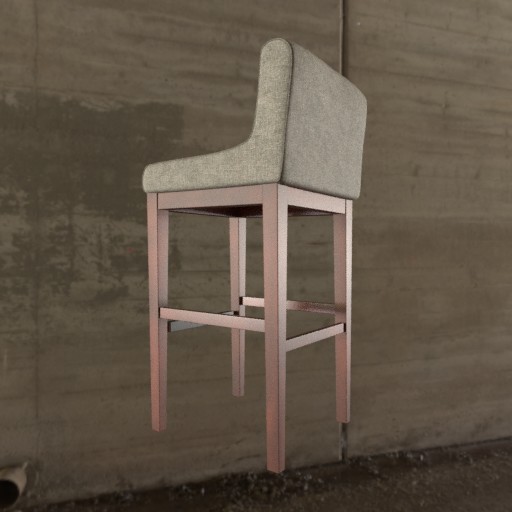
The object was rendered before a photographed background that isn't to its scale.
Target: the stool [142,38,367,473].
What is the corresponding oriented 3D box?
[{"bbox_3d":[0.000,0.000,1.252,0.499,0.965,0.426,0,1,36],"label":"stool"}]
